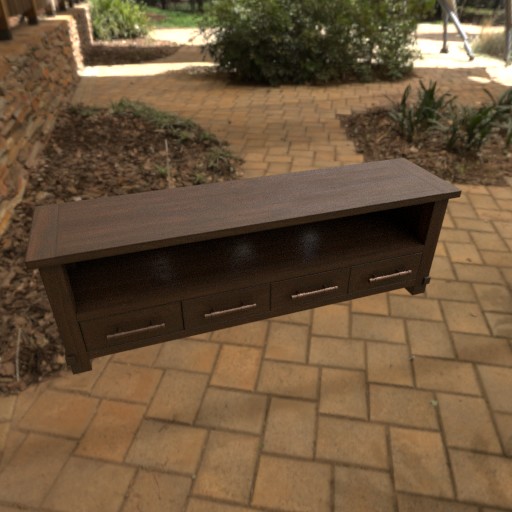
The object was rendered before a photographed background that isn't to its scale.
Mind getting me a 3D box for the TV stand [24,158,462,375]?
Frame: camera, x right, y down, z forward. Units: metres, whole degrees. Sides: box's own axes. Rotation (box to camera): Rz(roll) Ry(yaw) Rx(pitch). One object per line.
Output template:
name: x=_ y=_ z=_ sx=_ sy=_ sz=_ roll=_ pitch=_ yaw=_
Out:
TV stand: x=0.000 y=0.000 z=2.147 sx=1.866 sy=0.615 sz=0.471 roll=-10 pitch=34 yaw=-16
